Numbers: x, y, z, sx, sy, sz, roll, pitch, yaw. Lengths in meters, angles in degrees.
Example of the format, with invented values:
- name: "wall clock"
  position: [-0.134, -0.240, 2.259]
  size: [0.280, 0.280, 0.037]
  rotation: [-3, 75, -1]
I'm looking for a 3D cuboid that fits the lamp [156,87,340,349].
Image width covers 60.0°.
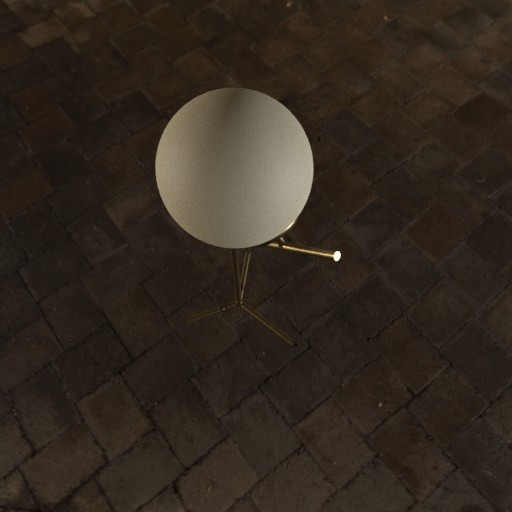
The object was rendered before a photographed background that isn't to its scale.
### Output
- name: "lamp"
  position: [0.000, 0.000, 0.684]
  size: [0.251, 0.552, 0.210]
  rotation: [36, 68, 17]
